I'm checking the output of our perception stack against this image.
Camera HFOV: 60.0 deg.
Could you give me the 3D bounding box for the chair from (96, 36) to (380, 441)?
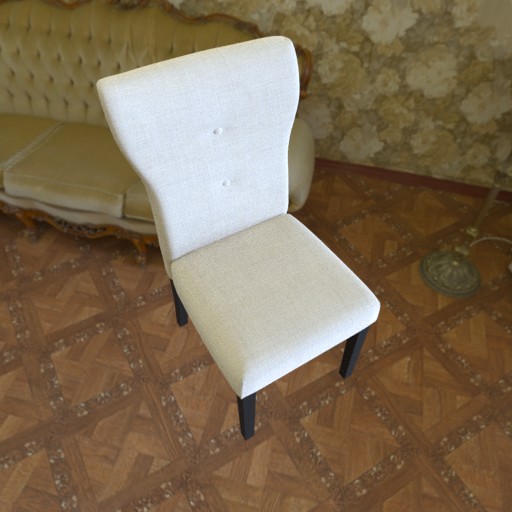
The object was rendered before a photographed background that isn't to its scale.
[{"bbox_3d":[0.000,0.000,1.240,0.509,0.921,0.597,-25,52,-21],"label":"chair"}]
